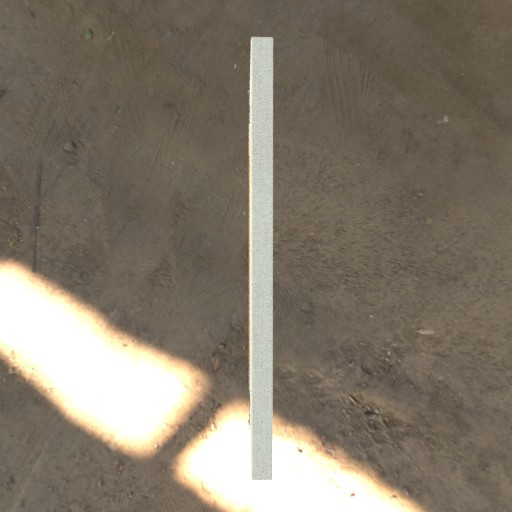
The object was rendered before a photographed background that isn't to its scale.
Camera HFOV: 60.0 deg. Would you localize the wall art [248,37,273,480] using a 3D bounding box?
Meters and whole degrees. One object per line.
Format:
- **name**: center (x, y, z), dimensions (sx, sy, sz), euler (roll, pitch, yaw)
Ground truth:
- **wall art**: center (0.000, 0.000, 0.607), dimensions (0.023, 0.405, 0.405), euler (0, 91, -1)
